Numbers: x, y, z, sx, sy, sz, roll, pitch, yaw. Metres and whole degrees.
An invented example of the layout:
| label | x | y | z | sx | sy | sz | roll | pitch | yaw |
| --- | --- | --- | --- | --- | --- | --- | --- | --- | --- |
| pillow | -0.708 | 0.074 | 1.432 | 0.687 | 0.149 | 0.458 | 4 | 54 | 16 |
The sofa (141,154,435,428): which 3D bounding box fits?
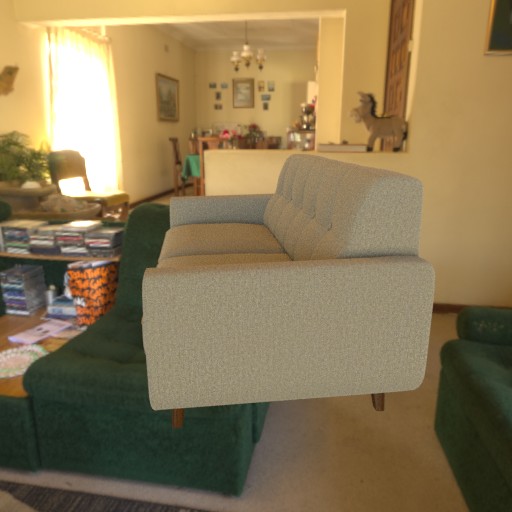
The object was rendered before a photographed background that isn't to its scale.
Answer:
| label | x | y | z | sx | sy | sz | roll | pitch | yaw |
| --- | --- | --- | --- | --- | --- | --- | --- | --- | --- |
| sofa | 0.000 | 0.000 | 2.172 | 0.952 | 0.925 | 1.651 | -2 | 16 | -7 |
